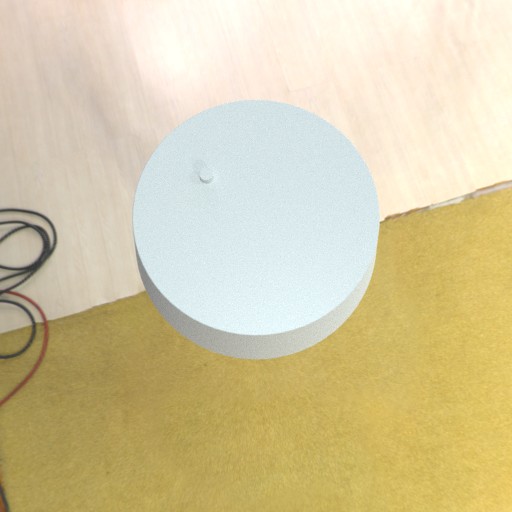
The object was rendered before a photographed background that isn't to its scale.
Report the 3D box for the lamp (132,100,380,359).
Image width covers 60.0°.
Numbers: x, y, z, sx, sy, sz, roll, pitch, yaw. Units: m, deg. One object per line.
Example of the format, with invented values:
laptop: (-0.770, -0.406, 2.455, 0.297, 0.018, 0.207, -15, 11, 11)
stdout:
lamp: (0.000, 0.000, 0.642, 0.291, 0.429, 0.291, 0, 77, 0)
